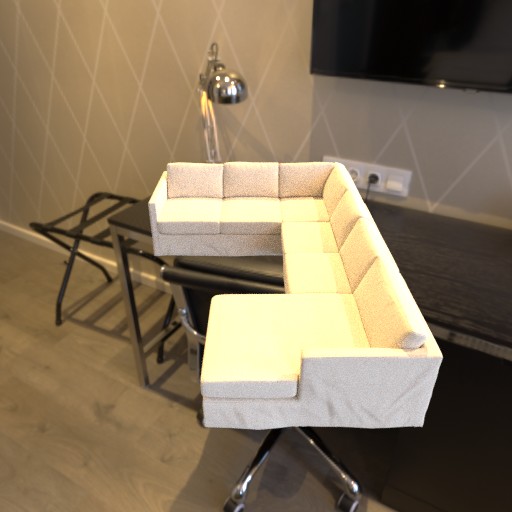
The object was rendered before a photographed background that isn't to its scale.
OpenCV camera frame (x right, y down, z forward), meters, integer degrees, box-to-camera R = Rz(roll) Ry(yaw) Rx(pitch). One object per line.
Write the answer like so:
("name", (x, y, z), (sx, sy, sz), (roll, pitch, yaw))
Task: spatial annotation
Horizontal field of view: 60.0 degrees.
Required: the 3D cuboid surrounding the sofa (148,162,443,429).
("sofa", (0.000, 0.000, 4.449), (2.427, 0.882, 3.460), (0, 31, 0))
